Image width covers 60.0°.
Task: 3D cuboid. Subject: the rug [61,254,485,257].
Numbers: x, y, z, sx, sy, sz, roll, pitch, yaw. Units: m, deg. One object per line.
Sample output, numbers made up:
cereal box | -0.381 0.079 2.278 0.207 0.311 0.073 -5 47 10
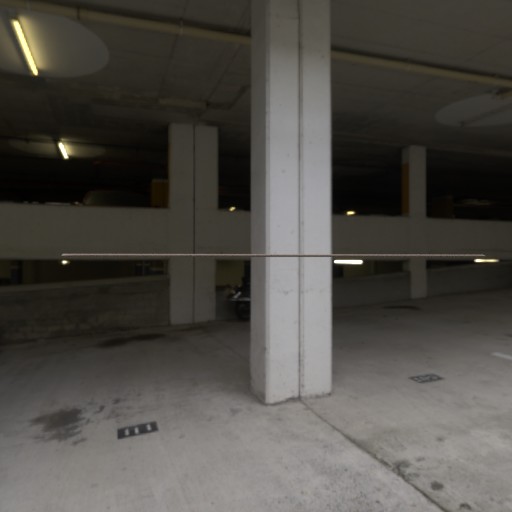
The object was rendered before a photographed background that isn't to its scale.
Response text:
rug | 0.000 0.000 2.765 2.115 0.013 1.517 0 0 -19
